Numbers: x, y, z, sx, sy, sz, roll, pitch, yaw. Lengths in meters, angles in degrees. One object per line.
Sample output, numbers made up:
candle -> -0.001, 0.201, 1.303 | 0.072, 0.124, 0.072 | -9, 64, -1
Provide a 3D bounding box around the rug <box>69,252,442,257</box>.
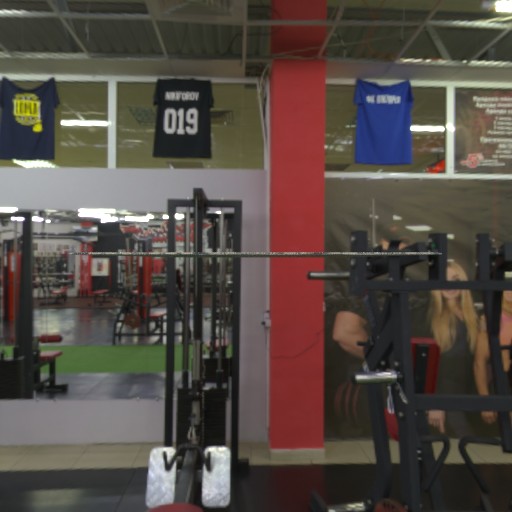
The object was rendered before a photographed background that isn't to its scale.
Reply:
rug -> 0.000, 0.000, 2.050 | 1.035, 0.006, 1.652 | 0, 0, 0
